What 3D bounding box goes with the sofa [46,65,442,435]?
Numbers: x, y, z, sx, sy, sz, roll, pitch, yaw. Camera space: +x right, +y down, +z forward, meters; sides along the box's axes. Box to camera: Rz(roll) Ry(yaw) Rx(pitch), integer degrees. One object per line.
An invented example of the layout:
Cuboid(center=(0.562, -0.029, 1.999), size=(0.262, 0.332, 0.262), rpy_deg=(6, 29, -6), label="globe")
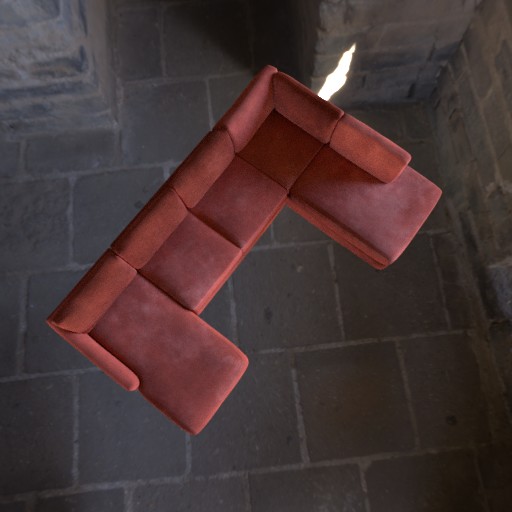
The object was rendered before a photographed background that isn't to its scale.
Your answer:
Cuboid(center=(0.000, 0.000, 3.817), size=(1.981, 0.858, 2.971), rpy_deg=(36, 79, 9), label="sofa")
